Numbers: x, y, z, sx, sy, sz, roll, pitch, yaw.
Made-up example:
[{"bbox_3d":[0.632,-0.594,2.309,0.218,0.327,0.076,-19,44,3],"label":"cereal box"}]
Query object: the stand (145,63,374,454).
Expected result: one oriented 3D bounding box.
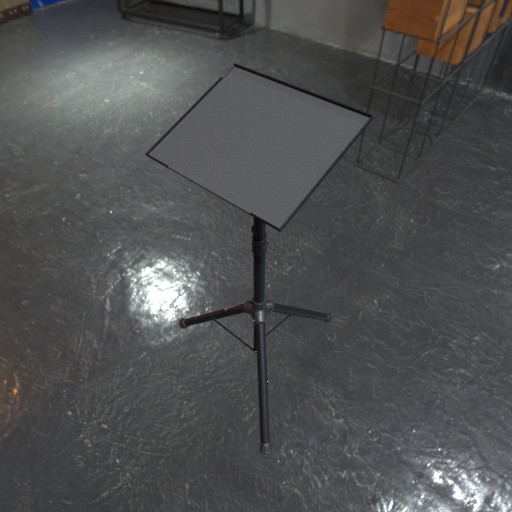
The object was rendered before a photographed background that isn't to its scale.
[{"bbox_3d":[0.000,0.000,1.577,0.702,1.198,0.702,32,54,26],"label":"stand"}]
